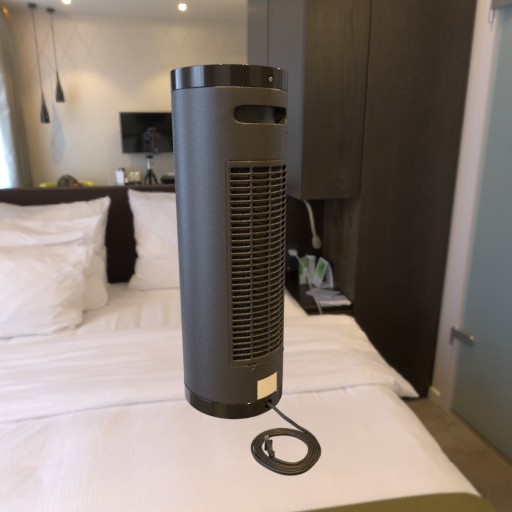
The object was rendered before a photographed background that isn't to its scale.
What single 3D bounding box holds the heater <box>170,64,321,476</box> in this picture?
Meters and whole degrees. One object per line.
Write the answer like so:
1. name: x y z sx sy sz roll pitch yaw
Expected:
1. heater: 0.000 0.000 0.693 0.174 0.552 0.312 -14 20 -42
